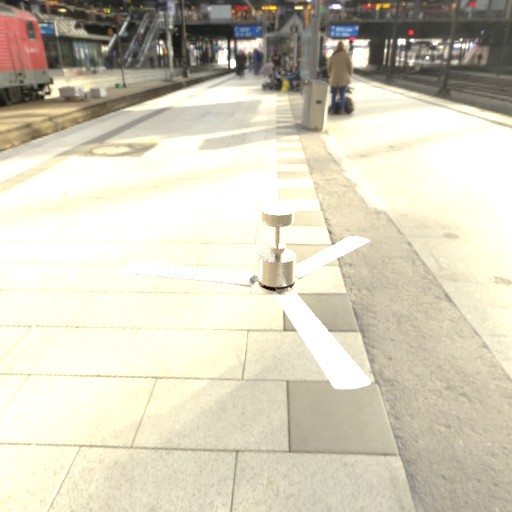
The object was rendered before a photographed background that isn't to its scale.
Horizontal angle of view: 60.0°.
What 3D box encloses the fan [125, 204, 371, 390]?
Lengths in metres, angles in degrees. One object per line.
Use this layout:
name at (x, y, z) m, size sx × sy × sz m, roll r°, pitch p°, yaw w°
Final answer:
fan at (0.000, 0.000, 2.293) m, size 1.531 × 0.446 × 1.561 m, roll 0°, pitch 24°, yaw 0°
